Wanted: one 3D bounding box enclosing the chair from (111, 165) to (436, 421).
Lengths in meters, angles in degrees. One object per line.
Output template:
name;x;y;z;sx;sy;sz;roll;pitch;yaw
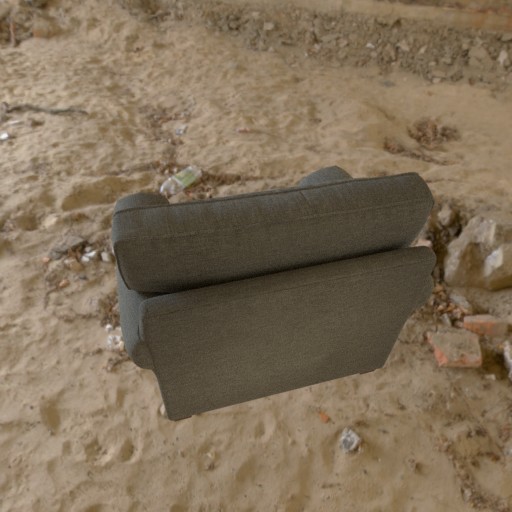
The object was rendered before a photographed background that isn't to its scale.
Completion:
chair;0.000;0.000;1.824;1.092;0.961;0.965;-10;43;-12
